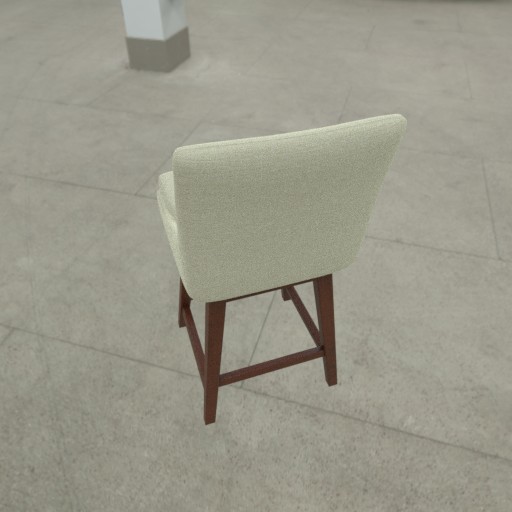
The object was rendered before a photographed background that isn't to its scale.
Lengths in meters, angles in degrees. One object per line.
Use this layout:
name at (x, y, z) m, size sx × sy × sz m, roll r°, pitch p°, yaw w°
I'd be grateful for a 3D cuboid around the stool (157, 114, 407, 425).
stool at (0.000, 0.000, 1.278) m, size 0.469 × 0.991 × 0.559 m, roll -13°, pitch 43°, yaw -14°
